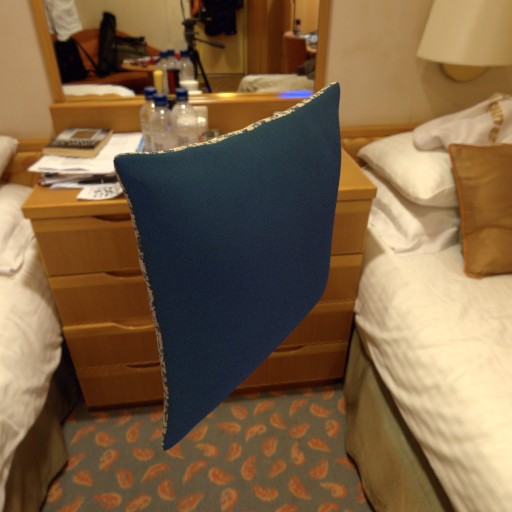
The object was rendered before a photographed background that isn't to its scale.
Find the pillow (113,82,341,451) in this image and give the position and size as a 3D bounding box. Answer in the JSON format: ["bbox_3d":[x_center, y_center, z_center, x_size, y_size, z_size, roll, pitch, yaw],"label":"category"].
[{"bbox_3d":[0.000,0.000,0.781,0.166,0.510,0.523,21,37,30],"label":"pillow"}]
